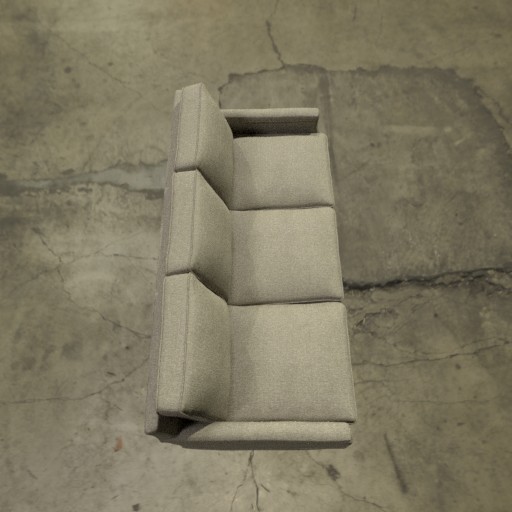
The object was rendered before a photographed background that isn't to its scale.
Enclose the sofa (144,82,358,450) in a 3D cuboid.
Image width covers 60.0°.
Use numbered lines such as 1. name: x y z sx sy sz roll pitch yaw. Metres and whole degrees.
1. sofa: 0.000 0.000 2.824 1.084 1.003 2.246 -1 64 0
